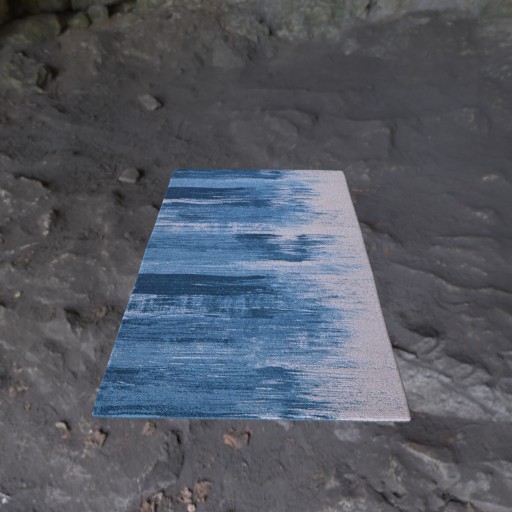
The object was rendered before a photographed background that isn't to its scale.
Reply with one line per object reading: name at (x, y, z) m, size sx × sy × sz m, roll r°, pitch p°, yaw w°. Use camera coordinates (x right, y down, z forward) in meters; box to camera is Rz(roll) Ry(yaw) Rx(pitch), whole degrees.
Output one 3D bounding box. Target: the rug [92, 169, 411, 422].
rug at (0.000, 0.000, 3.034) m, size 1.540 × 0.027 × 2.450 m, roll 1°, pitch 39°, yaw 1°
